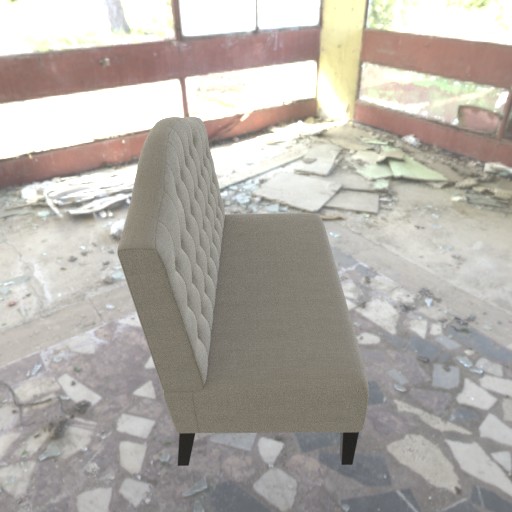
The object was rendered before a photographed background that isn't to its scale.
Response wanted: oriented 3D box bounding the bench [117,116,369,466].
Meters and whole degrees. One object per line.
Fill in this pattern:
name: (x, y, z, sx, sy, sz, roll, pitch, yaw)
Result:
bench: (0.000, 0.000, 2.017, 0.815, 1.180, 1.335, 0, 33, 0)
